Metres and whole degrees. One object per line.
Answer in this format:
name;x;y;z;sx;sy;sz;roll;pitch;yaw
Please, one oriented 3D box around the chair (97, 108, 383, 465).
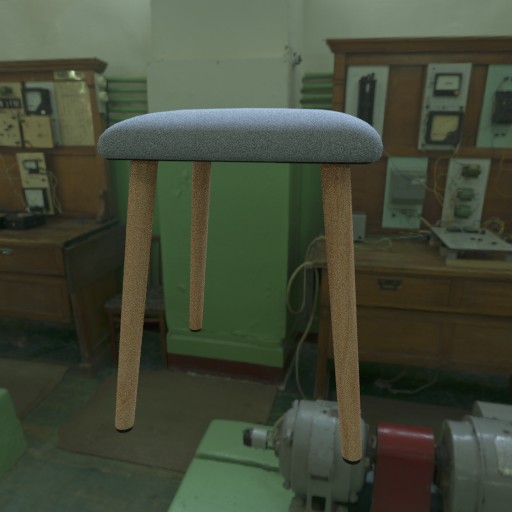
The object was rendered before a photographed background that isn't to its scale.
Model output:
chair;0.000;0.000;0.698;0.350;0.440;0.350;3;17;10
